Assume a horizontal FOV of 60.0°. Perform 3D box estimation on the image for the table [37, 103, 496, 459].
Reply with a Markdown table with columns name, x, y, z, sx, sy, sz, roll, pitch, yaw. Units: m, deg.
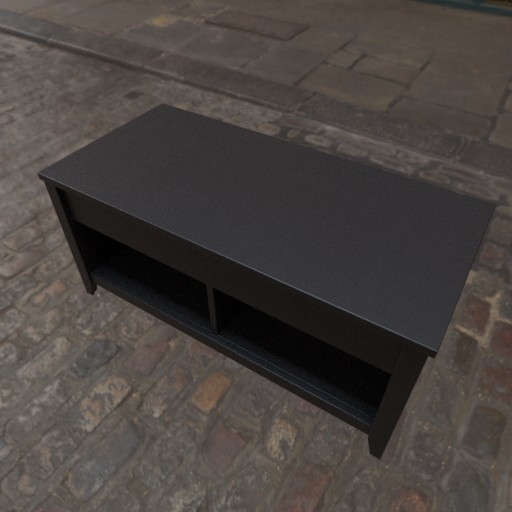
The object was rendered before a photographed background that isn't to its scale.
| name | x | y | z | sx | sy | sz | roll | pitch | yaw |
| --- | --- | --- | --- | --- | --- | --- | --- | --- | --- |
| table | 0.000 | 0.000 | 1.236 | 1.016 | 0.457 | 0.483 | 23 | 48 | 23 |
